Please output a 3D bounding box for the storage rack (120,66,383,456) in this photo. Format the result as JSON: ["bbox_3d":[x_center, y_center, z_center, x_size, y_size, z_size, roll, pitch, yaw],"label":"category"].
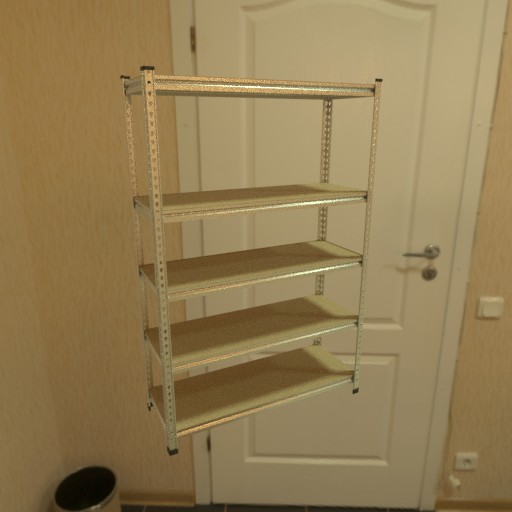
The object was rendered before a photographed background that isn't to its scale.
[{"bbox_3d":[0.000,0.000,2.438,1.219,1.829,0.457,-8,19,-26],"label":"storage rack"}]
